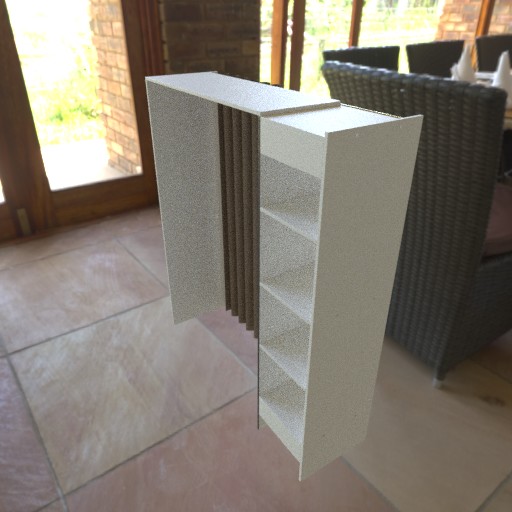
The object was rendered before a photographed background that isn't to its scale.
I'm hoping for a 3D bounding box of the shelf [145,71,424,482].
[{"bbox_3d":[0.000,0.000,2.583,0.500,1.820,1.600,-18,34,-29],"label":"shelf"}]
